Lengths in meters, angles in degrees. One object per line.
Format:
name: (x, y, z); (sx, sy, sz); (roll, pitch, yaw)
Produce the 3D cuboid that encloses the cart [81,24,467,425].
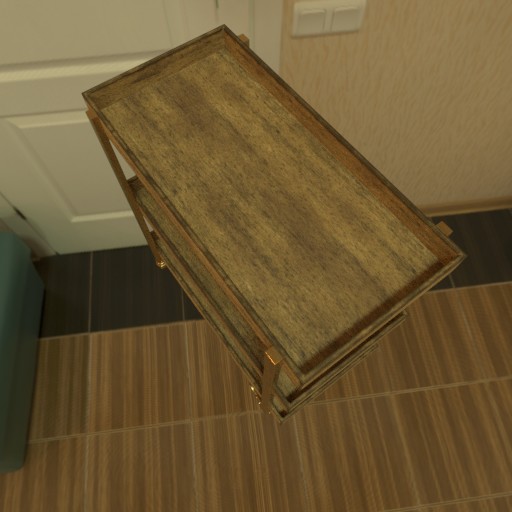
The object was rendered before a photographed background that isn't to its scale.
cart: (0.000, 0.000, 1.218); (0.416, 0.799, 0.750); (-34, 69, -15)
